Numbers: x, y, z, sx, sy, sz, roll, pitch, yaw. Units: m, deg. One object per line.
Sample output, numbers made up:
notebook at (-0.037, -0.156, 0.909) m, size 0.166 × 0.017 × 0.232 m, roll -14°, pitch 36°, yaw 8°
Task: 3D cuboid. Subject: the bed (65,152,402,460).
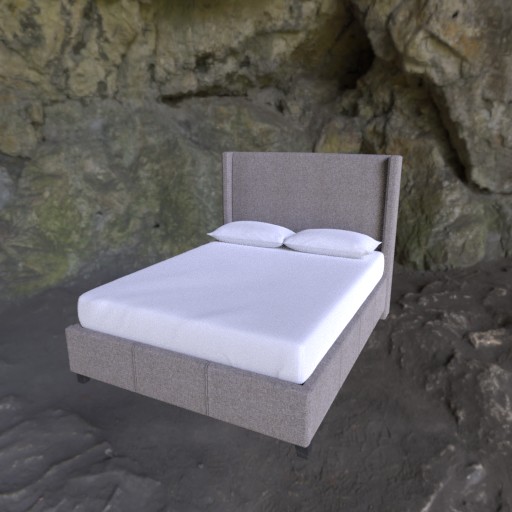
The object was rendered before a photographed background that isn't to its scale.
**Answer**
bed at (0.000, 0.000, 3.428) m, size 1.714 × 1.476 × 2.245 m, roll 8°, pitch 17°, yaw 26°
